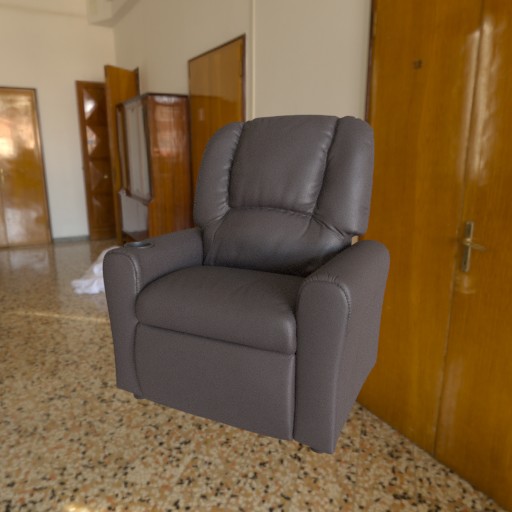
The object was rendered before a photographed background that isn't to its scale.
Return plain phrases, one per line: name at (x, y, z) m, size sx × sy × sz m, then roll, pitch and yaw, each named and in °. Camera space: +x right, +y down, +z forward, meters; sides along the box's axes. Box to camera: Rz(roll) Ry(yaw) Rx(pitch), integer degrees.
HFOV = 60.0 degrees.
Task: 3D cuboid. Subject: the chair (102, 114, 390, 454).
chair at (0.000, 0.000, 1.126) m, size 0.610 × 0.709 × 0.521 m, roll 6°, pitch 15°, yaw 25°
